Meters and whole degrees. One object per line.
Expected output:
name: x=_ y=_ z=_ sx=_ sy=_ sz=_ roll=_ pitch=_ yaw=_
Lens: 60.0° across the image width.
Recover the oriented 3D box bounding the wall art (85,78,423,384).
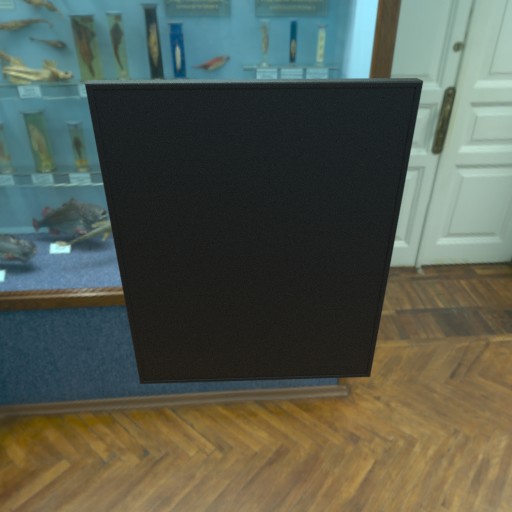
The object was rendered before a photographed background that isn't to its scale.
wall art: x=0.000 y=0.000 z=0.740 sx=0.451 sy=0.551 sz=0.028 roll=-1 pitch=30 yaw=-2
